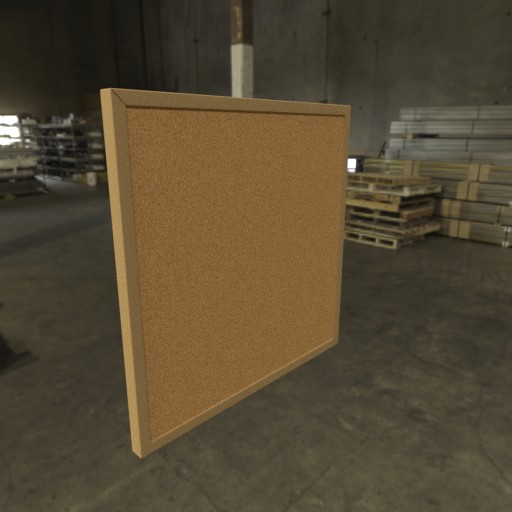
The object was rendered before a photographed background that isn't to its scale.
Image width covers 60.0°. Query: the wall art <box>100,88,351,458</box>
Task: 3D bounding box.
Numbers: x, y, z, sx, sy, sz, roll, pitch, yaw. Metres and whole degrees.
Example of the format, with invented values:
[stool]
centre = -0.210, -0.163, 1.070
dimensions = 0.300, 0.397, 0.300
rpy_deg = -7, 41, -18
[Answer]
[wall art]
centre = 0.000, 0.000, 1.142
dimensions = 0.037, 0.761, 0.761
rpy_deg = 15, 21, 42
